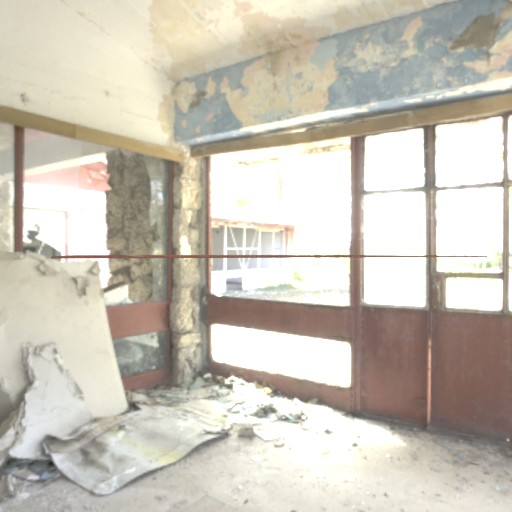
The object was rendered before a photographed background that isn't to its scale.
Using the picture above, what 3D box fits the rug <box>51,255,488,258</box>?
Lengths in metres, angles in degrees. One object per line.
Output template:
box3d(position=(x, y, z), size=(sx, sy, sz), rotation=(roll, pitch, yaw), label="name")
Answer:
box3d(position=(0.000, 0.000, 2.304), size=(1.828, 0.007, 1.217), rotation=(0, 0, -19), label="rug")
